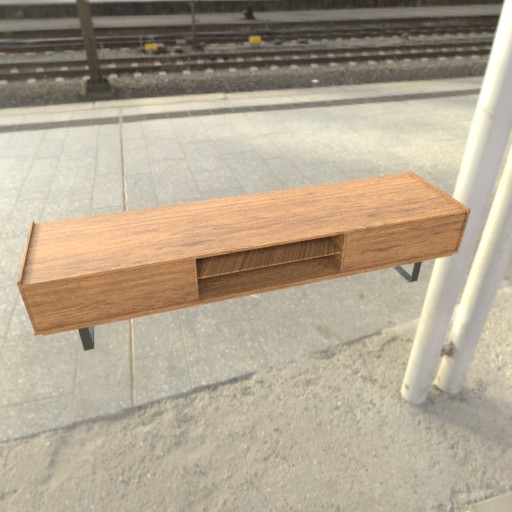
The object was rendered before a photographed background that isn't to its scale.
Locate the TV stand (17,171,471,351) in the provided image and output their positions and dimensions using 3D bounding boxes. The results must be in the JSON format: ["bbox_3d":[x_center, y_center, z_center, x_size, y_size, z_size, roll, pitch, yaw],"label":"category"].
[{"bbox_3d":[0.000,0.000,1.979,1.796,0.415,0.467,-10,34,-15],"label":"TV stand"}]
